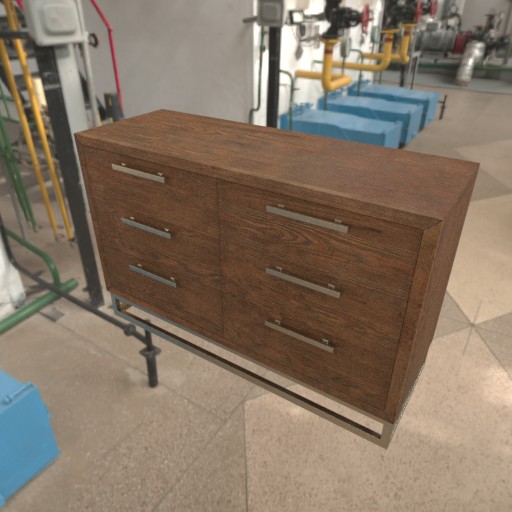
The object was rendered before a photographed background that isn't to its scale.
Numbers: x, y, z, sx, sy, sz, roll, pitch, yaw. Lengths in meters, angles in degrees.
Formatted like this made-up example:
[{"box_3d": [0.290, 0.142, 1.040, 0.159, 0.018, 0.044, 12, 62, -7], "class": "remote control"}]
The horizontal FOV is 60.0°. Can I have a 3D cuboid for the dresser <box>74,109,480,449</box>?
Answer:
[{"box_3d": [0.000, 0.000, 2.131, 1.646, 1.061, 0.623, 19, 36, 28], "class": "dresser"}]
